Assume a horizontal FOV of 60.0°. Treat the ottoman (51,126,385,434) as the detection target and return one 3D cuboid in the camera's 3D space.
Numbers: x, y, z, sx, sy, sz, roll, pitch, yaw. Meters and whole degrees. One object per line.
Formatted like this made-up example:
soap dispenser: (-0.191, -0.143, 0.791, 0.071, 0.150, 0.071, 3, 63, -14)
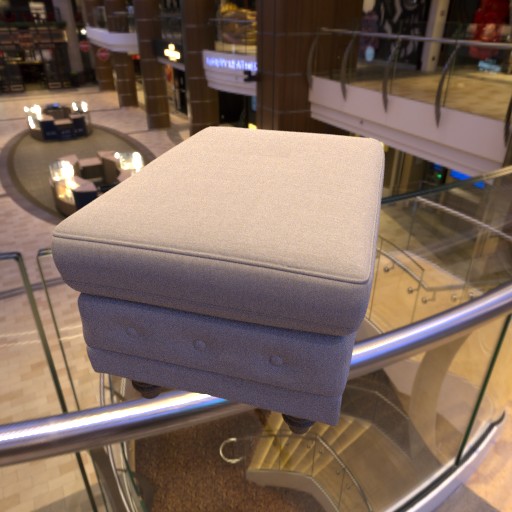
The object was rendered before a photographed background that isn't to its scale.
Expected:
ottoman: (0.000, 0.000, 1.121, 0.569, 0.500, 0.771, 8, 31, 14)
